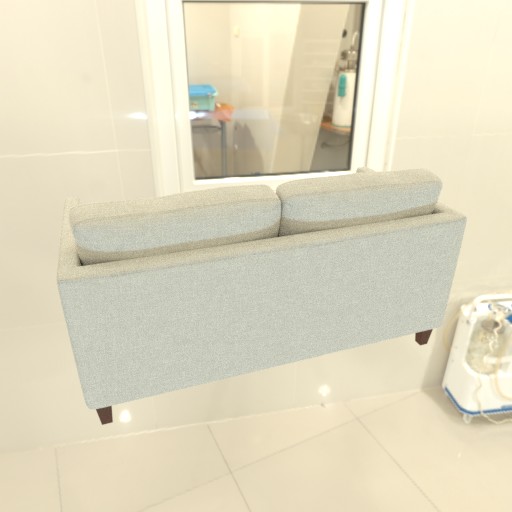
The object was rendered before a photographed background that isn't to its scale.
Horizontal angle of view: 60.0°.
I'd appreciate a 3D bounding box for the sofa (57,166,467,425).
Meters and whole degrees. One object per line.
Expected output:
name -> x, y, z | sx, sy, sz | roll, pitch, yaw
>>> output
sofa -> 0.000, 0.000, 2.351 | 1.838, 0.963, 0.950 | -9, 29, -17
